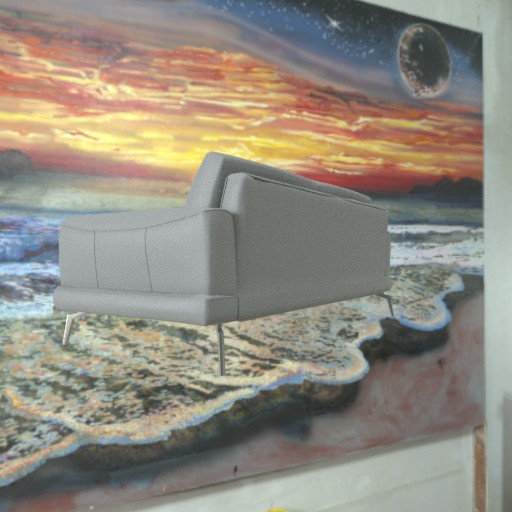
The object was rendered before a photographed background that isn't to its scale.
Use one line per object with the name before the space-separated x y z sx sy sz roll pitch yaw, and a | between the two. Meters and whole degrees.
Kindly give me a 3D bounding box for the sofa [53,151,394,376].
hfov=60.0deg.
sofa | 0.000 0.000 2.828 1.121 0.930 2.177 0 0 35
